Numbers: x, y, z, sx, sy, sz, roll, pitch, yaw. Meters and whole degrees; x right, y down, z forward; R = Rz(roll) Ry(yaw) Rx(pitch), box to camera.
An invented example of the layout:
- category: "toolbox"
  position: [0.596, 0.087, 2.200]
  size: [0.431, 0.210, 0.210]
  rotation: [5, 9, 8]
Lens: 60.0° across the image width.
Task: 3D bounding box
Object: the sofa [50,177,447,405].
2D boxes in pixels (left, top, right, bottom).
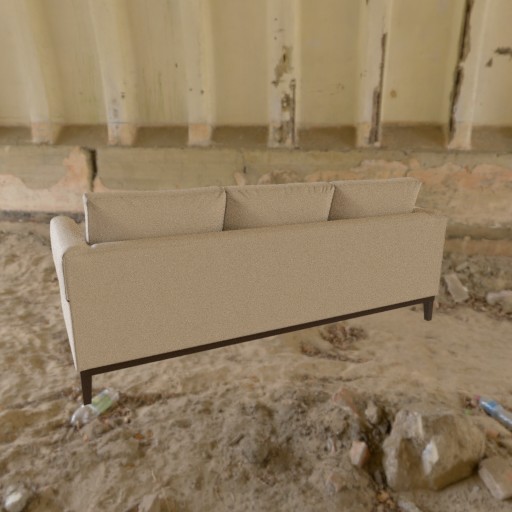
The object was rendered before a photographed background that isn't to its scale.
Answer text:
- category: "sofa"
  position: [0.000, 0.000, 2.663]
  size: [2.198, 0.911, 0.902]
  rotation: [-7, 16, -26]
